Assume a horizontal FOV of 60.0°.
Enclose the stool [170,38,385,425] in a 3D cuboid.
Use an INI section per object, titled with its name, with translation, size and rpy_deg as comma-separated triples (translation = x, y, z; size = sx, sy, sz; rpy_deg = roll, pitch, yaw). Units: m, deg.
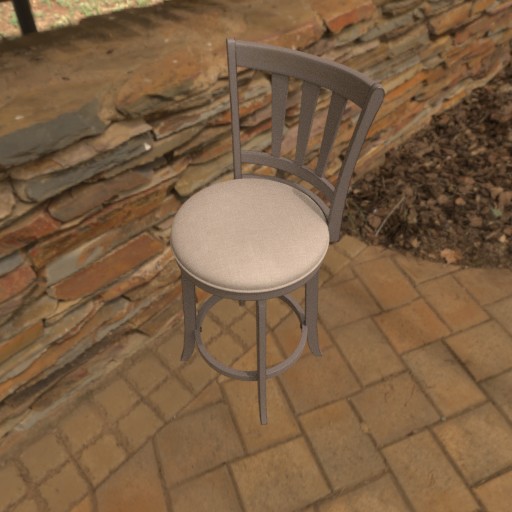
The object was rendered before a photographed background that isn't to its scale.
[stool]
translation = 0.000, 0.000, 1.279
size = 0.436, 1.023, 0.475
rpy_deg = 30, 53, 26
